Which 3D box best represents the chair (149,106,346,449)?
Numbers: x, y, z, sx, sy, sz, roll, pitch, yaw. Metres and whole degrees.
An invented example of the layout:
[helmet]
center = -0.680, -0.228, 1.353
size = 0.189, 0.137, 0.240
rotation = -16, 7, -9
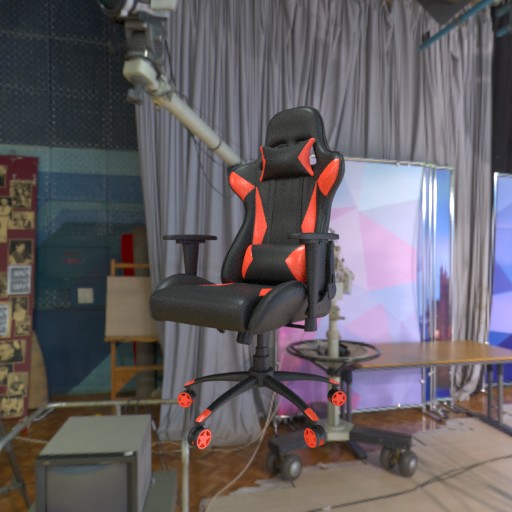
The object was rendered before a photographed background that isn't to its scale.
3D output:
[chair]
center = 0.000, 0.000, 1.740
size = 0.695, 1.282, 0.730
rotation = 1, 2, 37
